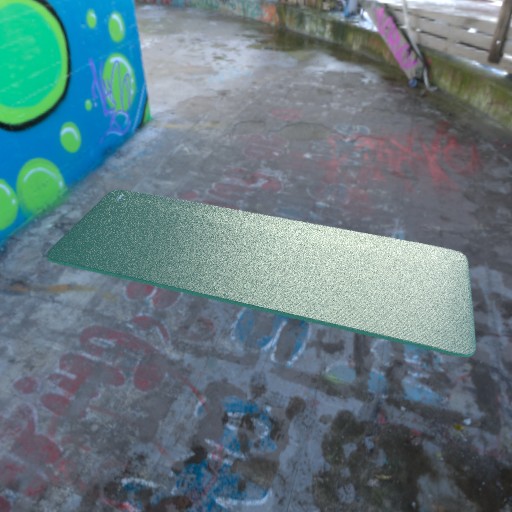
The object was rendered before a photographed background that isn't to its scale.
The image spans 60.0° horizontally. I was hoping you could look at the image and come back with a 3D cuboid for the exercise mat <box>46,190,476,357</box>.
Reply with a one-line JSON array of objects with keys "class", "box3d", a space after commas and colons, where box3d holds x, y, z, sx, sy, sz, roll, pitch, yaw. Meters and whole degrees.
[{"class": "exercise mat", "box3d": [0.000, 0.000, 2.039, 1.869, 0.021, 0.616, 11, 42, 13]}]
